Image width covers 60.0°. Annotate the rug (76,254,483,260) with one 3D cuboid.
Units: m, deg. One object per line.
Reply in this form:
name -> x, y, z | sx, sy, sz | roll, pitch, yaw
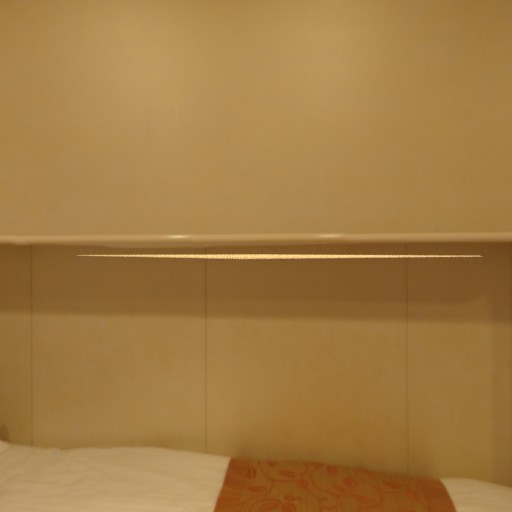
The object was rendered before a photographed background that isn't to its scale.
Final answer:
rug -> 0.000, 0.000, 4.139 | 2.406, 0.012, 3.034 | 0, 1, -37
